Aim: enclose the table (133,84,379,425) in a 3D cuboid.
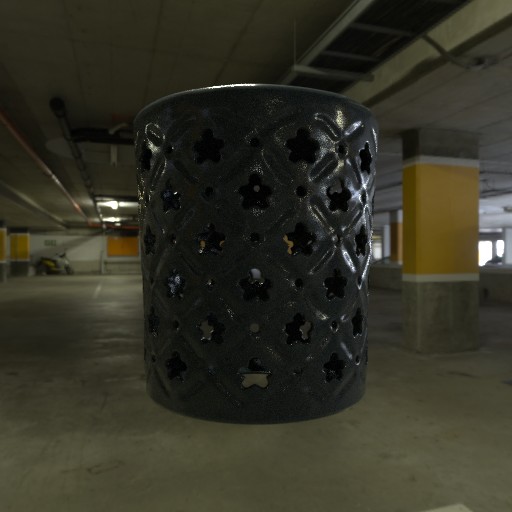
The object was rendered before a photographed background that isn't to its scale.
[{"bbox_3d":[0.000,0.000,0.657,0.352,0.387,0.352,0,0,0],"label":"table"}]
